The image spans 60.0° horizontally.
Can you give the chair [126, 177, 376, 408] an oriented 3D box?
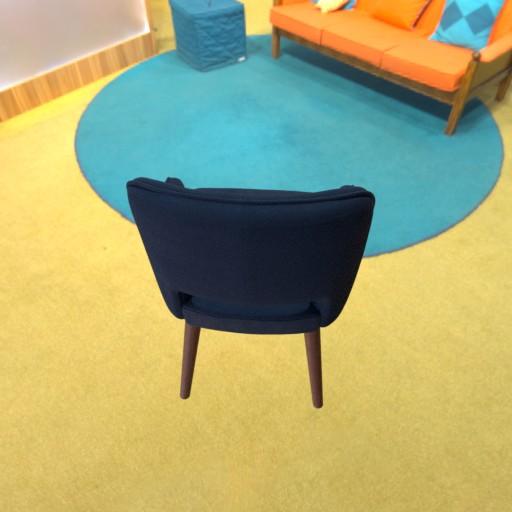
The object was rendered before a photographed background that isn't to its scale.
[{"bbox_3d":[0.000,0.000,1.226,0.559,0.844,0.591,3,47,3],"label":"chair"}]
